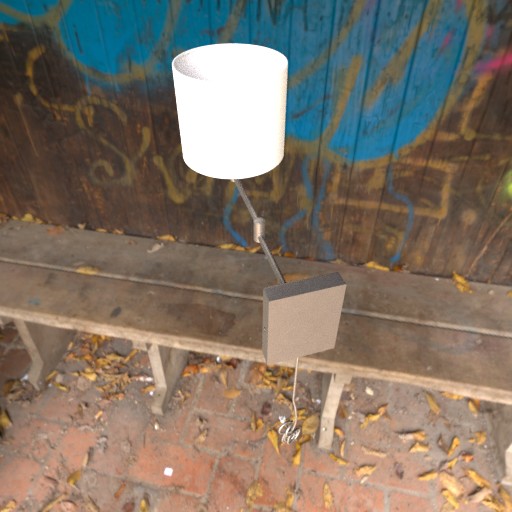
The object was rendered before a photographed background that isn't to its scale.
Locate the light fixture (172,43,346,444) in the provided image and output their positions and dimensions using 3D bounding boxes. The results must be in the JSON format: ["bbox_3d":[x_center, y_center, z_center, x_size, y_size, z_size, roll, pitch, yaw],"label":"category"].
[{"bbox_3d":[0.000,0.000,0.886,0.203,0.651,0.516,-11,43,-12],"label":"light fixture"}]
